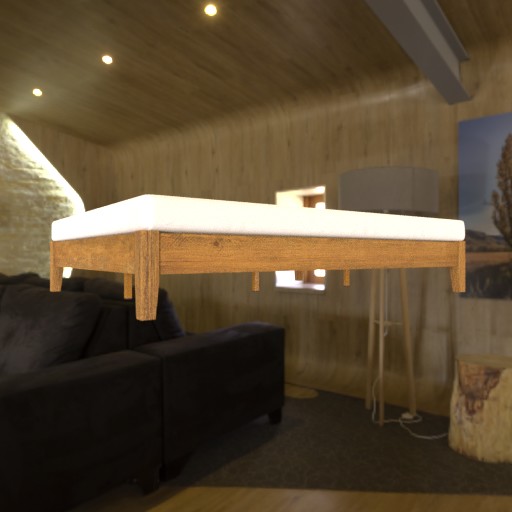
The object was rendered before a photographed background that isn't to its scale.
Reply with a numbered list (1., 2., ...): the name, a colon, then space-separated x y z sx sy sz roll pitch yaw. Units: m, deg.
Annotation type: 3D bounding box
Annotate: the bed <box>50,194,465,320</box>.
1. bed: 0.000 0.000 2.684 2.016 0.431 1.536 0 0 -36
